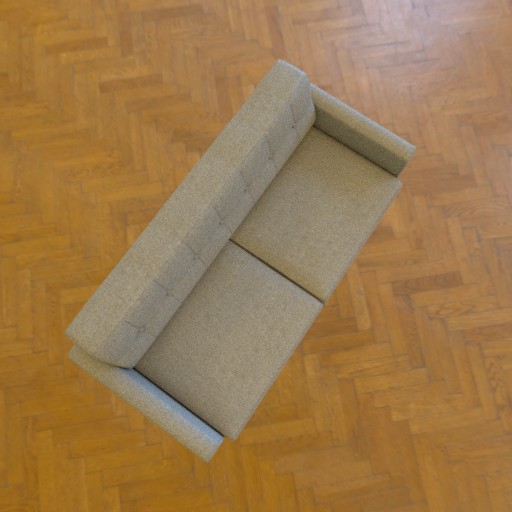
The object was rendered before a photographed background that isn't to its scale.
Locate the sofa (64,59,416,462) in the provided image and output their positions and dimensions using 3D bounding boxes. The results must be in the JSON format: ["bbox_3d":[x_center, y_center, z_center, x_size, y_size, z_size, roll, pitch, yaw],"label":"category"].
[{"bbox_3d":[0.000,0.000,2.566,0.968,0.873,2.055,34,79,8],"label":"sofa"}]
